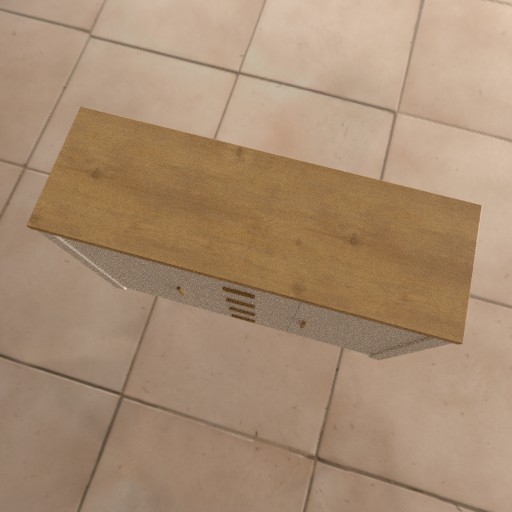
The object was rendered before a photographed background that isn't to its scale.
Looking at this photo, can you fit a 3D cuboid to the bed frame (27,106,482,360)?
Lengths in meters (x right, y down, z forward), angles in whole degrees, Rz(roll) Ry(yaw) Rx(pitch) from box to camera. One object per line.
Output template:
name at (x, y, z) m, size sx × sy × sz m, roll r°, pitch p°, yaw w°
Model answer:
bed frame at (0.000, 0.000, 1.735) m, size 1.300 × 0.850 × 0.430 m, roll 15°, pitch 74°, yaw 4°
